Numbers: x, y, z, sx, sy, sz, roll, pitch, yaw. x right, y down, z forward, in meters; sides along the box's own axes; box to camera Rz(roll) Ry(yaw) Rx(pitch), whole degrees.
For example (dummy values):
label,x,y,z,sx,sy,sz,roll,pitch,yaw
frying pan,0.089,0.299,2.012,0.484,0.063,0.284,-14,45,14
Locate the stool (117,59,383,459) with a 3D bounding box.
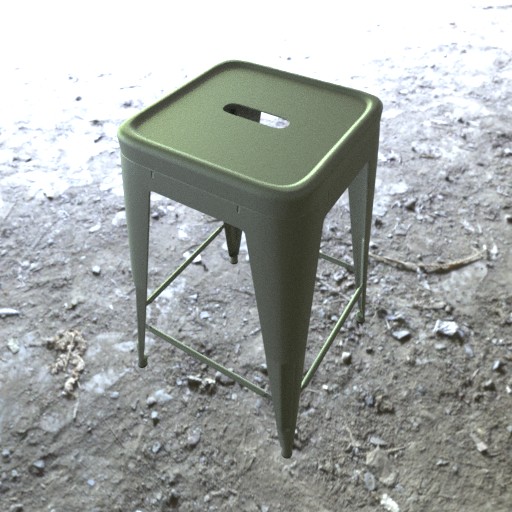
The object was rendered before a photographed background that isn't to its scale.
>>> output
label,x,y,z,sx,sy,sz,roll,pitch,yaw
stool,0.000,0.000,0.868,0.410,0.608,0.410,24,51,21
